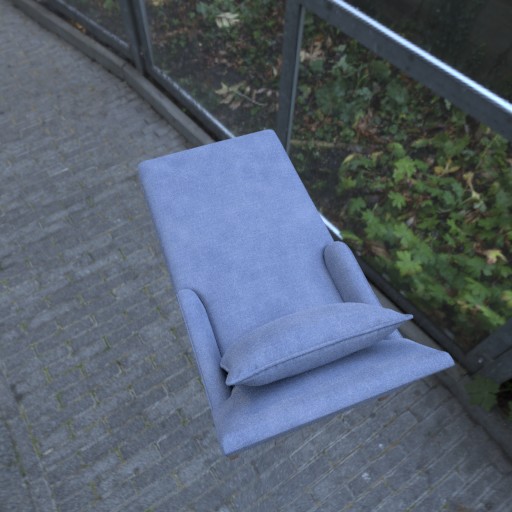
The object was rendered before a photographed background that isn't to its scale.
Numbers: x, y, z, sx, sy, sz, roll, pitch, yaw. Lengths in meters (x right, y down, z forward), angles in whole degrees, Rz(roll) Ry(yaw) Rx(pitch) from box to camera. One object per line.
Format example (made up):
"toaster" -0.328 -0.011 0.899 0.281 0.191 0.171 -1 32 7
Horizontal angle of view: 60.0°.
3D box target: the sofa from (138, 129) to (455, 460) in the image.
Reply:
"sofa" 0.000 0.000 2.262 0.904 0.883 1.779 -17 60 -10
